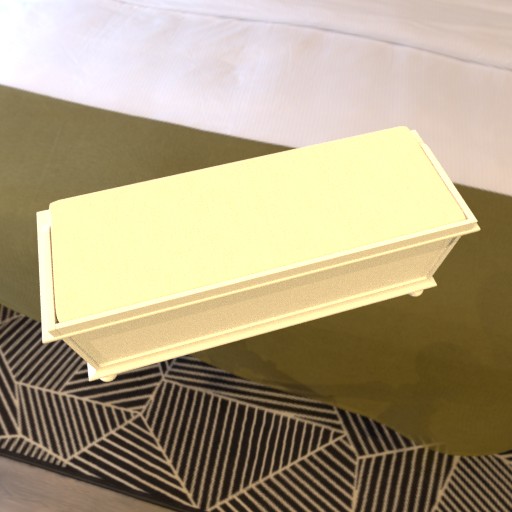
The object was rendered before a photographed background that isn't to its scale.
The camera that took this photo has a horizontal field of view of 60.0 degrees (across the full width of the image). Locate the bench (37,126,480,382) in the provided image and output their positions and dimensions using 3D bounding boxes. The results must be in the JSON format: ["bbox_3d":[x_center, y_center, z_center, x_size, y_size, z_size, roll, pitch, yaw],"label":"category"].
[{"bbox_3d":[0.000,0.000,1.414,1.185,0.486,0.402,-14,60,-8],"label":"bench"}]
